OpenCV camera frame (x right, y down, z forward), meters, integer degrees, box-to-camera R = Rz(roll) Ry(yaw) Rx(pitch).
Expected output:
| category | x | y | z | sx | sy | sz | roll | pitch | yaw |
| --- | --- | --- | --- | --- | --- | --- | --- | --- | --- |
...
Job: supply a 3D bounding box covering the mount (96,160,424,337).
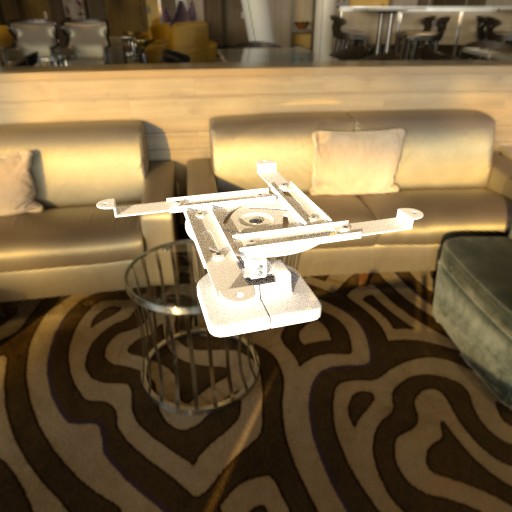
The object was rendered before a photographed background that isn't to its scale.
| category | x | y | z | sx | sy | sz | roll | pitch | yaw |
| --- | --- | --- | --- | --- | --- | --- | --- | --- | --- |
| mount | 0.000 | 0.000 | 0.603 | 0.394 | 0.141 | 0.394 | -8 | 30 | -14 |
